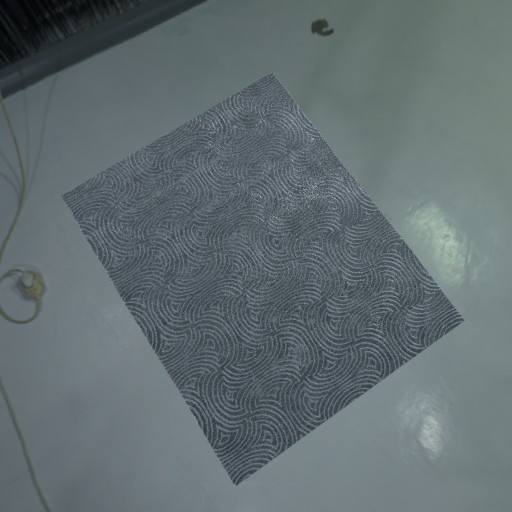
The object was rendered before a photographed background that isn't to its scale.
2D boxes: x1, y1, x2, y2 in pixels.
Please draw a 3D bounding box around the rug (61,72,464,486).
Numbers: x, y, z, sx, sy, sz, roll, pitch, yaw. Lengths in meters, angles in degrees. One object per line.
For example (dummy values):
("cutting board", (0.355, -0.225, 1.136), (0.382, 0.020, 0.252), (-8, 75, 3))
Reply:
("rug", (0.000, 0.000, 4.085), (2.456, 0.021, 3.042), (-33, 78, -8))
